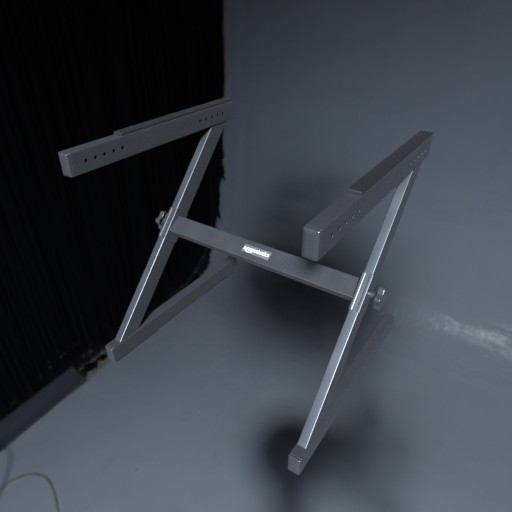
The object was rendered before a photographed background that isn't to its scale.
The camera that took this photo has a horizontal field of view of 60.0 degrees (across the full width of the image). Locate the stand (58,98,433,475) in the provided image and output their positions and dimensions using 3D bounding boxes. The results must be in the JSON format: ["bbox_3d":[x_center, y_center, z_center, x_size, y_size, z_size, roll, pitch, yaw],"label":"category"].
[{"bbox_3d":[0.000,0.000,1.156,0.700,0.617,0.586,20,37,29],"label":"stand"}]
